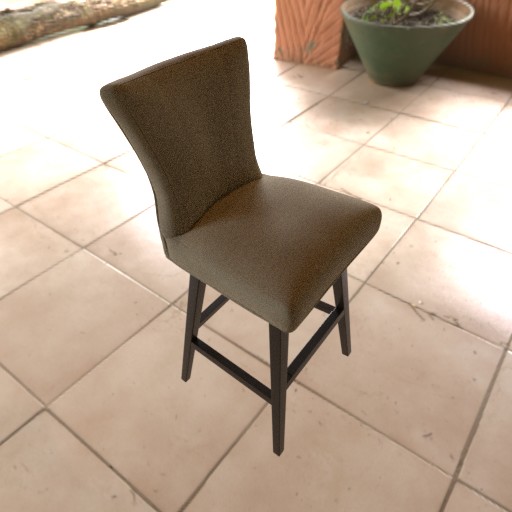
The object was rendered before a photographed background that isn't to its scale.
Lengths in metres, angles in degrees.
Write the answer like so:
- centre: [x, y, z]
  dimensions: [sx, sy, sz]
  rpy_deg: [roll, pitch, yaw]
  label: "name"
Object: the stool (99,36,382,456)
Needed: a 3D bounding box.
- centre: [0.000, 0.000, 1.363]
  dimensions: [0.574, 1.086, 0.514]
  rpy_deg: [25, 47, 26]
  label: "stool"
